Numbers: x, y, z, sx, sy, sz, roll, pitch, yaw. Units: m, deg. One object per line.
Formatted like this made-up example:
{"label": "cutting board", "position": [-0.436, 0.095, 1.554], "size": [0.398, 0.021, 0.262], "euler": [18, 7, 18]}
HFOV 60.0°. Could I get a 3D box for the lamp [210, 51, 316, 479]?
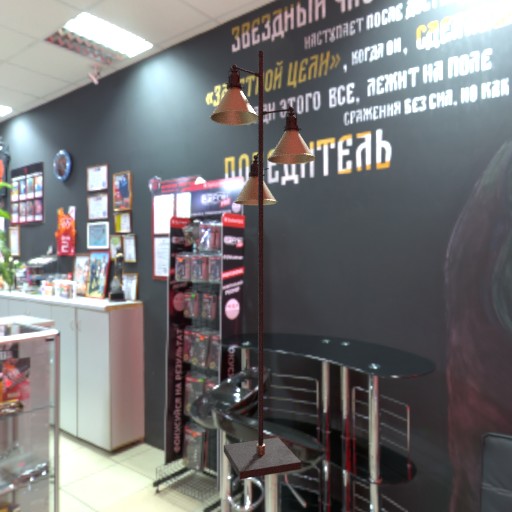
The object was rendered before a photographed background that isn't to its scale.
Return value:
{"label": "lamp", "position": [0.000, 0.000, 1.880], "size": [0.428, 1.716, 0.415], "euler": [0, 0, -19]}
